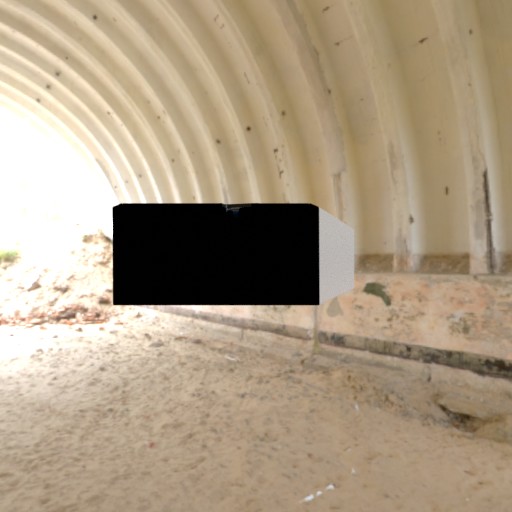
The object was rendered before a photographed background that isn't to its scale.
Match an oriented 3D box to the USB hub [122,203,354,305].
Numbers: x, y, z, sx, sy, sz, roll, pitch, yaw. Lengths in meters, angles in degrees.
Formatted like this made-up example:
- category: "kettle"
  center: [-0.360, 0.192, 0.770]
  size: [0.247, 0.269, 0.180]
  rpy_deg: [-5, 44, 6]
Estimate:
- category: "USB hub"
  center: [0.000, 0.000, 0.127]
  size: [0.044, 0.023, 0.110]
  rpy_deg: [0, -1, 19]
